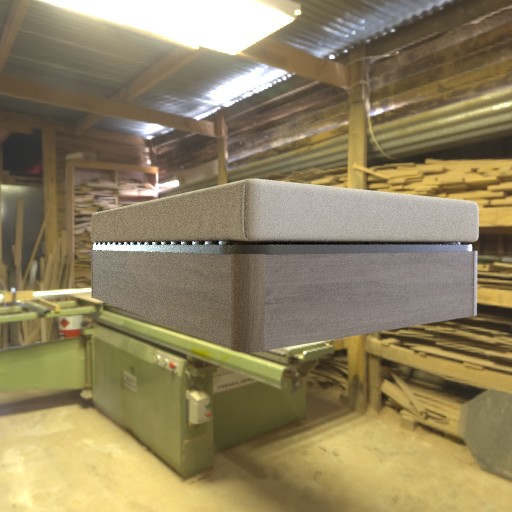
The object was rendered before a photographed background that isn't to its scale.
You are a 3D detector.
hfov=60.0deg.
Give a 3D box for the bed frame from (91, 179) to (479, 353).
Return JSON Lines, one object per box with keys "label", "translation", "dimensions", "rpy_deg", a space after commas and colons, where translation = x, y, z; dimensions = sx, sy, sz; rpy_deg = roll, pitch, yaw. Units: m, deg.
{"label": "bed frame", "translation": [0.000, 0.000, 2.561], "dimensions": [1.400, 0.561, 1.900], "rpy_deg": [-1, 2, -35]}
